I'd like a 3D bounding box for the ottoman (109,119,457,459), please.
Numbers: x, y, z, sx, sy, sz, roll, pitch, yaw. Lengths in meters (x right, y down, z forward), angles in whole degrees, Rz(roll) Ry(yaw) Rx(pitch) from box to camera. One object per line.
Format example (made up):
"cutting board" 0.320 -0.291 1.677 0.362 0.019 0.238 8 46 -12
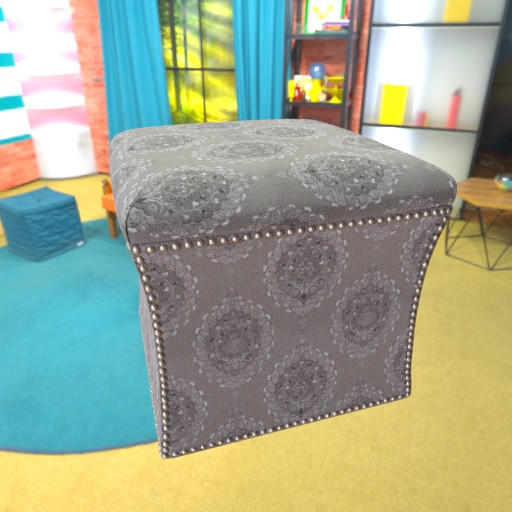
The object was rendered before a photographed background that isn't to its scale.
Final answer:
"ottoman" 0.000 0.000 0.882 0.507 0.473 0.497 -8 27 -16
